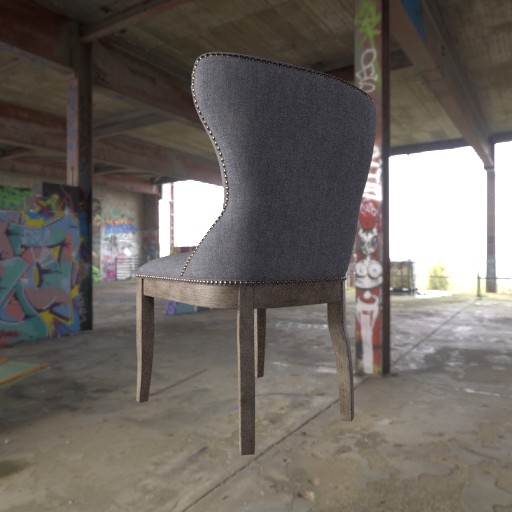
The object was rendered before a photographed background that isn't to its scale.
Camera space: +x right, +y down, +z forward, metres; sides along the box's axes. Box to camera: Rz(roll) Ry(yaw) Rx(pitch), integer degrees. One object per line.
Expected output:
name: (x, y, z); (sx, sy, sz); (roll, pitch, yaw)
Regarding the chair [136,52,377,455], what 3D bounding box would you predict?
chair: (0.000, 0.000, 1.419); (0.654, 1.002, 0.681); (0, 1, -37)
